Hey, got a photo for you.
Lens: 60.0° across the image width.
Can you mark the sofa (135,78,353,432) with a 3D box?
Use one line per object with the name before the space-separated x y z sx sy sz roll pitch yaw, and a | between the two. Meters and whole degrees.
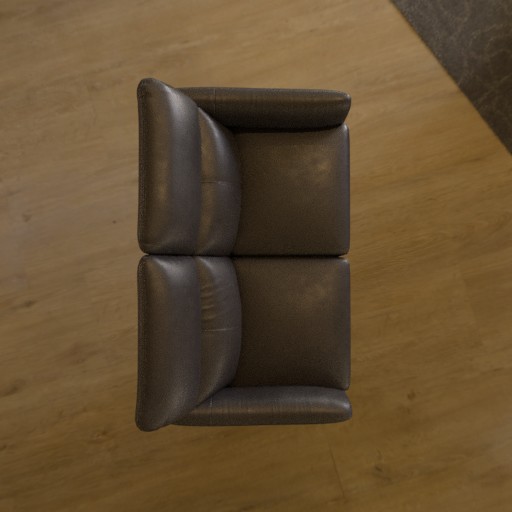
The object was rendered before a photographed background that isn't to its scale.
sofa | 0.000 0.000 2.168 0.958 0.920 1.596 0 89 0
